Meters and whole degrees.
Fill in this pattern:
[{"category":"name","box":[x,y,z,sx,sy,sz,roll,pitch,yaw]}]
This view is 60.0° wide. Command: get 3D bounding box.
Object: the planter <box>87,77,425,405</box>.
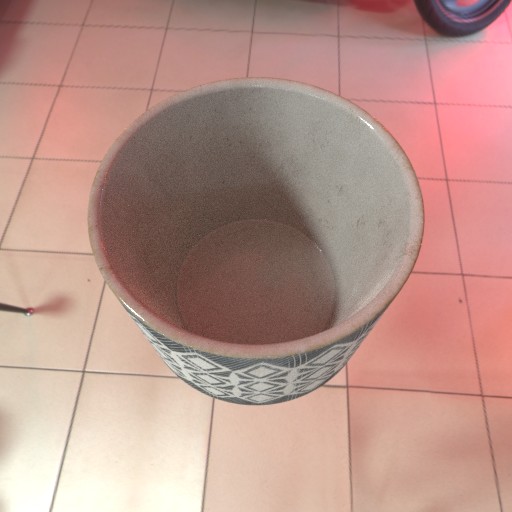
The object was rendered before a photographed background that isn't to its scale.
[{"category":"planter","box":[0.000,0.000,0.214,0.126,0.104,0.126,0,62,0]}]
